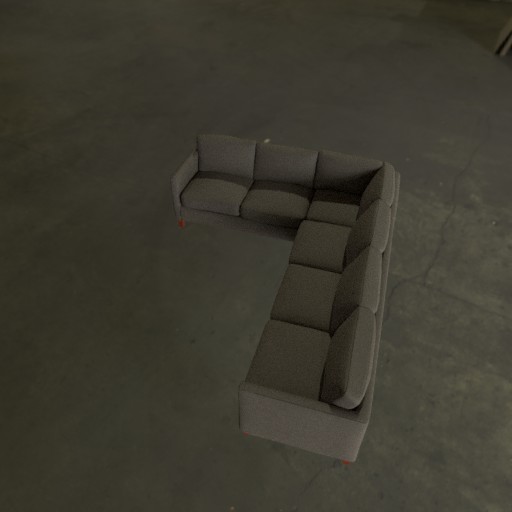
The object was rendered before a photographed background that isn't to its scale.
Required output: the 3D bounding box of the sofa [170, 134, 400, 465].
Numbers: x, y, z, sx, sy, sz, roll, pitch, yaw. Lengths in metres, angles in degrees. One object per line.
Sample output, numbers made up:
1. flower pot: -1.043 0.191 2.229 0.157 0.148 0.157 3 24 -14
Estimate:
1. sofa: 0.000 0.000 4.485 2.593 0.947 3.302 12 43 13
